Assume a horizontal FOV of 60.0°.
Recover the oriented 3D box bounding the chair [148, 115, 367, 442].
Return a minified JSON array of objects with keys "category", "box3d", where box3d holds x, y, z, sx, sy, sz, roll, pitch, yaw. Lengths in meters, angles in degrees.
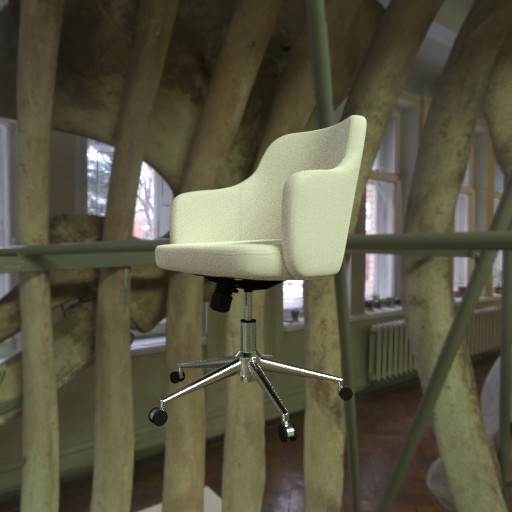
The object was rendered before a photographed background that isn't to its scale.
[{"category":"chair","box3d":[0.000,0.000,1.267,0.647,0.819,0.602,-1,2,-37]}]
